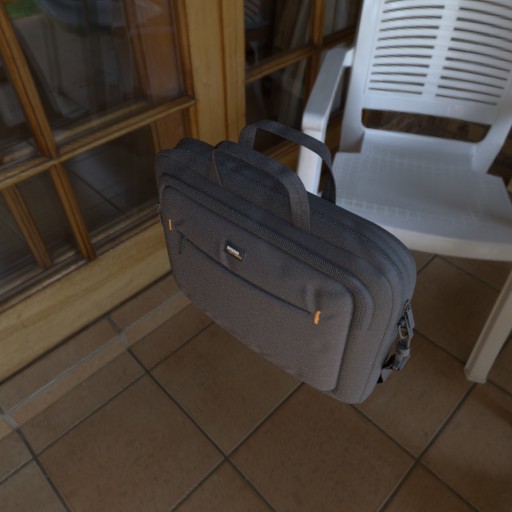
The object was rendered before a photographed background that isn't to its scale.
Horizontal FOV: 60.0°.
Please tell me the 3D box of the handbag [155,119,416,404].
[{"bbox_3d":[0.000,0.000,0.423,0.320,0.244,0.089,31,53,26],"label":"handbag"}]
